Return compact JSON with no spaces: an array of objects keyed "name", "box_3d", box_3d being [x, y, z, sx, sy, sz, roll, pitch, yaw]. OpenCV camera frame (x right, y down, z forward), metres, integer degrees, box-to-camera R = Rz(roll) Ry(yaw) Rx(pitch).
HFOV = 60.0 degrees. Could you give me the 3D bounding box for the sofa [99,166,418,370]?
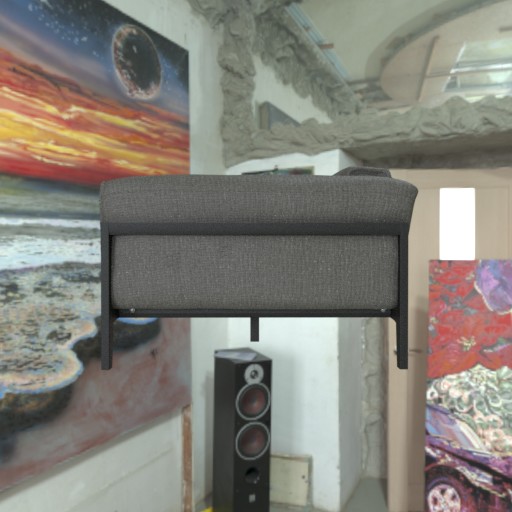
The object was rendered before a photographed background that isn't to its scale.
[{"name":"sofa","box_3d":[0.000,0.000,2.141,0.960,0.656,1.690,0,0,0]}]
